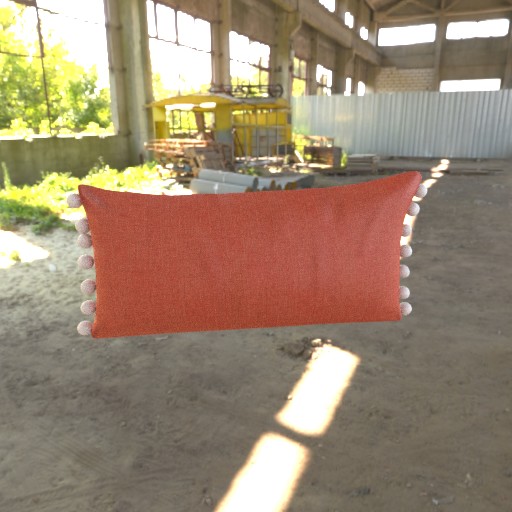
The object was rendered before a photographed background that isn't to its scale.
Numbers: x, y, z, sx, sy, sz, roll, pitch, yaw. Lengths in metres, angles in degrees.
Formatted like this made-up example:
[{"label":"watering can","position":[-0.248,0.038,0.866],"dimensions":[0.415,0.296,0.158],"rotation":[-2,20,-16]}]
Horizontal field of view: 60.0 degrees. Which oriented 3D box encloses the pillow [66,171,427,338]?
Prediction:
[{"label":"pillow","position":[0.000,0.000,0.876],"dimensions":[0.709,0.322,0.201],"rotation":[-2,16,-8]}]
